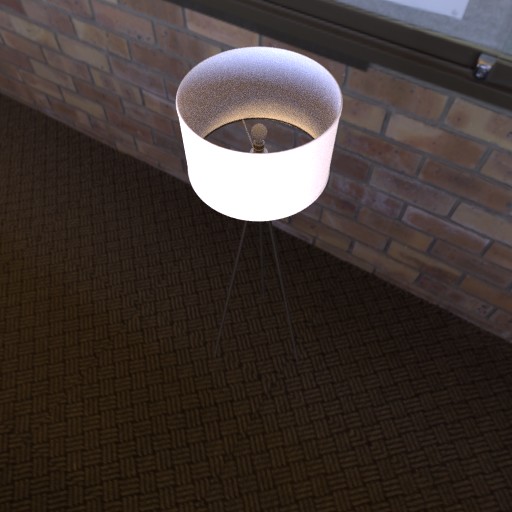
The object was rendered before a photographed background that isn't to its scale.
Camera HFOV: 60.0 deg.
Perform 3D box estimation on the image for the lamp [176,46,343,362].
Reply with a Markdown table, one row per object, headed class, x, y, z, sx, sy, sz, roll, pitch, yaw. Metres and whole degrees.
| class | x | y | z | sx | sy | sz | roll | pitch | yaw |
| --- | --- | --- | --- | --- | --- | --- | --- | --- | --- |
| lamp | 0.000 | 0.000 | 1.752 | 0.448 | 1.545 | 0.458 | 0 | 57 | 0 |
